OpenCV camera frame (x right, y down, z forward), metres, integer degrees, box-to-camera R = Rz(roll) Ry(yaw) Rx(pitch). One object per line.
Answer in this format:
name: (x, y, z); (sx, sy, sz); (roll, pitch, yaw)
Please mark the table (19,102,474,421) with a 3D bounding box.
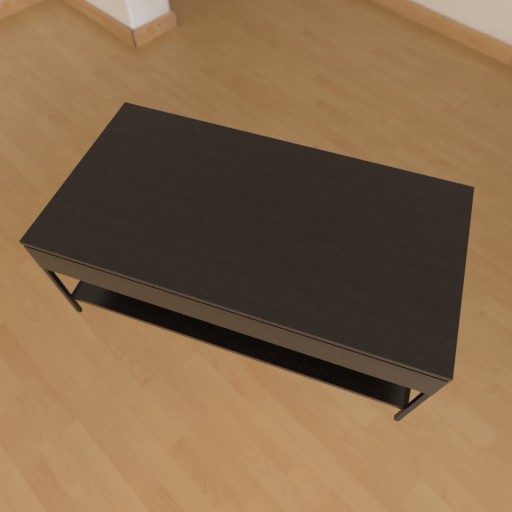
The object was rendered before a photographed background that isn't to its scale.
table: (0.000, 0.000, 1.375); (1.095, 0.435, 0.574); (16, 59, 10)
